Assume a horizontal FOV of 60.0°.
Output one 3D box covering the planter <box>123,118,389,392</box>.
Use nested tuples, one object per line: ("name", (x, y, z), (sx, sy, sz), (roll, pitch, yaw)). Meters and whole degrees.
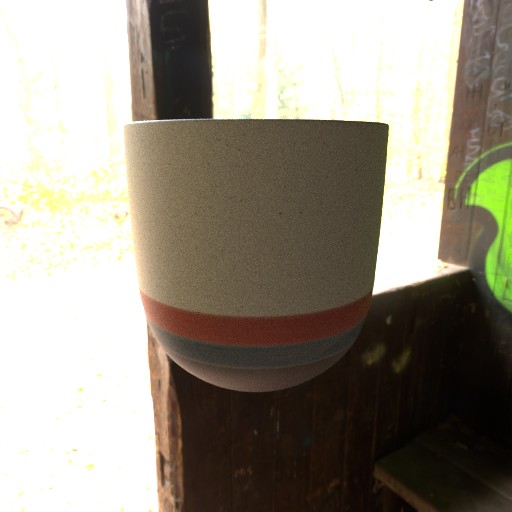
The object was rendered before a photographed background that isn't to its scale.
("planter", (0.000, 0.000, 0.378), (0.204, 0.214, 0.204), (0, 14, 0))
